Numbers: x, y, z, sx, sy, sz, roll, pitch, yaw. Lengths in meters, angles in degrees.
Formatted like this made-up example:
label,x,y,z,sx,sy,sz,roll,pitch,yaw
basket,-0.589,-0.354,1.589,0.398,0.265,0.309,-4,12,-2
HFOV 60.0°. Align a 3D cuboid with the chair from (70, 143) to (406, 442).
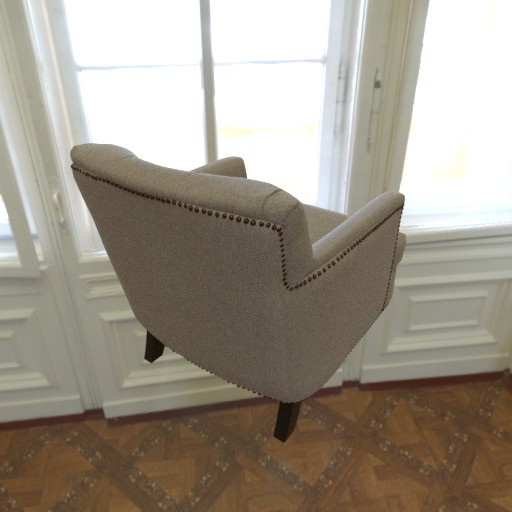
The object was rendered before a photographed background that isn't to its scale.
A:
label,x,y,z,sx,sy,sz,roll,pitch,yaw
chair,0.000,0.000,1.479,0.737,0.823,0.902,20,35,31
